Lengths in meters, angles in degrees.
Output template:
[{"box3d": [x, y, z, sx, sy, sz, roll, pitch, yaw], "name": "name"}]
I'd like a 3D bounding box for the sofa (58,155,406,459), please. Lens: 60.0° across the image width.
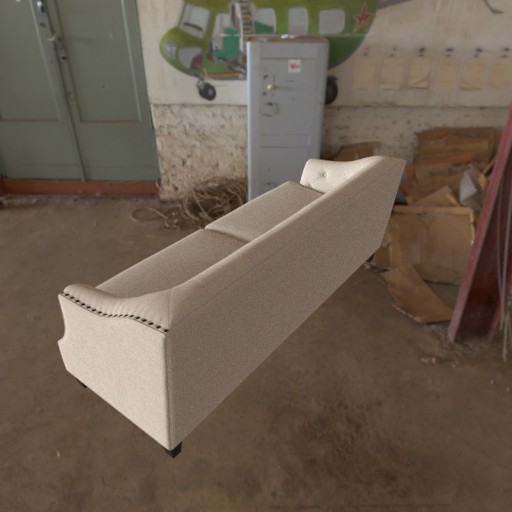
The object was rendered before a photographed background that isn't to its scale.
[{"box3d": [0.000, 0.000, 2.733, 0.914, 0.901, 2.235, 22, 38, 31], "name": "sofa"}]
